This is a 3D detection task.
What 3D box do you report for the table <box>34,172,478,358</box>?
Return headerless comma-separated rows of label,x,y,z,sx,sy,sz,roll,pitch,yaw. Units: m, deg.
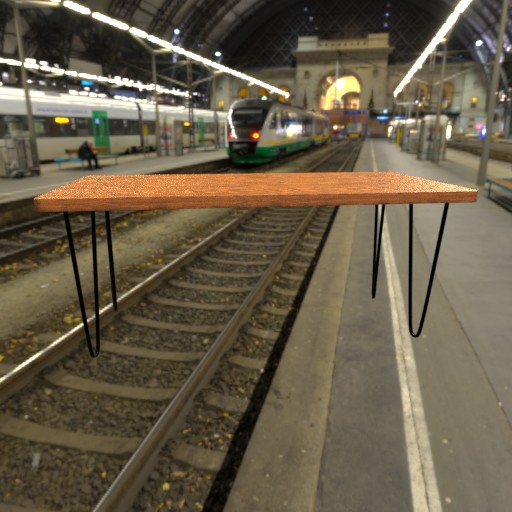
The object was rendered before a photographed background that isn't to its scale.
table,0.000,0.000,2.275,1.791,0.753,0.883,-2,16,-7
